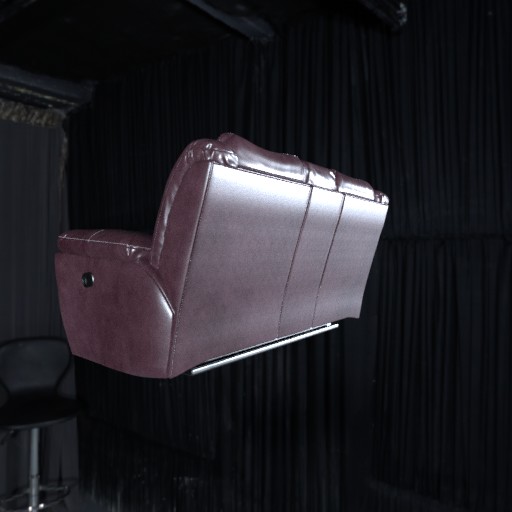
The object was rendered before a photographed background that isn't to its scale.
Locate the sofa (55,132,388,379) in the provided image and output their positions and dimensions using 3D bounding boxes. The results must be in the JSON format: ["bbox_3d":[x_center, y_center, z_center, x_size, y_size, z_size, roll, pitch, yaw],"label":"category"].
[{"bbox_3d":[0.000,0.000,2.665,0.991,1.043,2.058,0,1,35],"label":"sofa"}]
